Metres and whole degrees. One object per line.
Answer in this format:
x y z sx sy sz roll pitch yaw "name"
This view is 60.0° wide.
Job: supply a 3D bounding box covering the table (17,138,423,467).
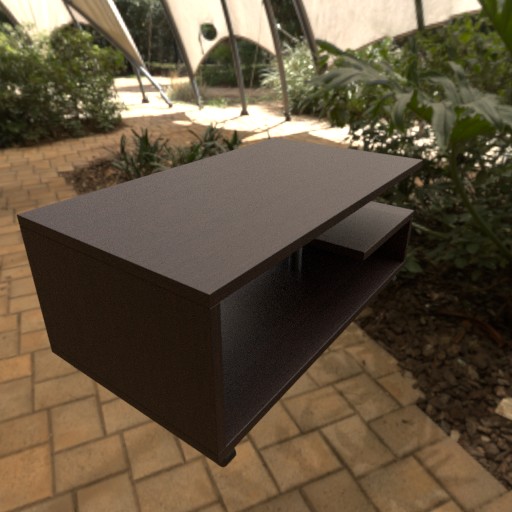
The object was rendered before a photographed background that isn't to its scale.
0.000 0.000 1.339 0.590 0.460 1.050 18 32 32 "table"
